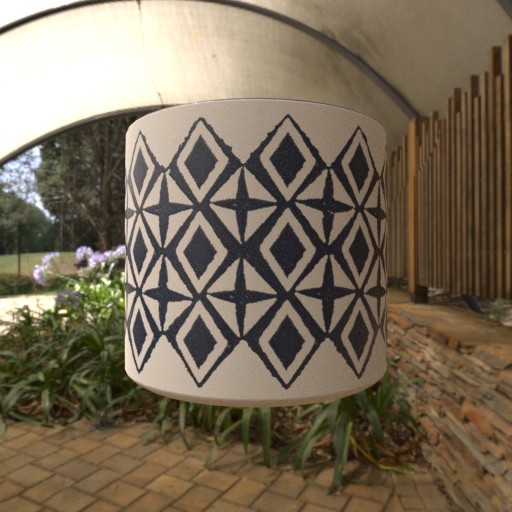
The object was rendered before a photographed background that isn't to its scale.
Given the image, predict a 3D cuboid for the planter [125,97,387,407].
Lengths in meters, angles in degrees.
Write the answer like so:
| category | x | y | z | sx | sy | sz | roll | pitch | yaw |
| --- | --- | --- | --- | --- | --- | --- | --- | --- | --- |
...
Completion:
| category | x | y | z | sx | sy | sz | roll | pitch | yaw |
| --- | --- | --- | --- | --- | --- | --- | --- | --- | --- |
| planter | 0.000 | 0.000 | 0.395 | 0.224 | 0.203 | 0.224 | 0 | 0 | 0 |
